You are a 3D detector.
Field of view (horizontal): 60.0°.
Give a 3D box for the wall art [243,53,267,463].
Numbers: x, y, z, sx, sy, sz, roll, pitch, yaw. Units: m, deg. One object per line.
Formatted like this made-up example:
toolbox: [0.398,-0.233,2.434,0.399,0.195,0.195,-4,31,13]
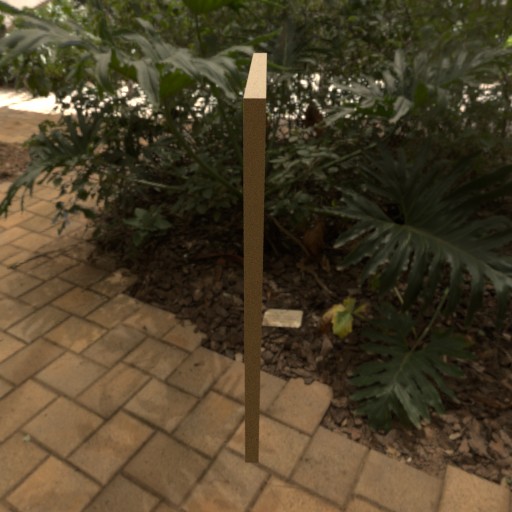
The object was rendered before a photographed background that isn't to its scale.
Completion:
wall art: [0.000,0.000,1.035,0.039,0.810,0.510,1,31,1]
